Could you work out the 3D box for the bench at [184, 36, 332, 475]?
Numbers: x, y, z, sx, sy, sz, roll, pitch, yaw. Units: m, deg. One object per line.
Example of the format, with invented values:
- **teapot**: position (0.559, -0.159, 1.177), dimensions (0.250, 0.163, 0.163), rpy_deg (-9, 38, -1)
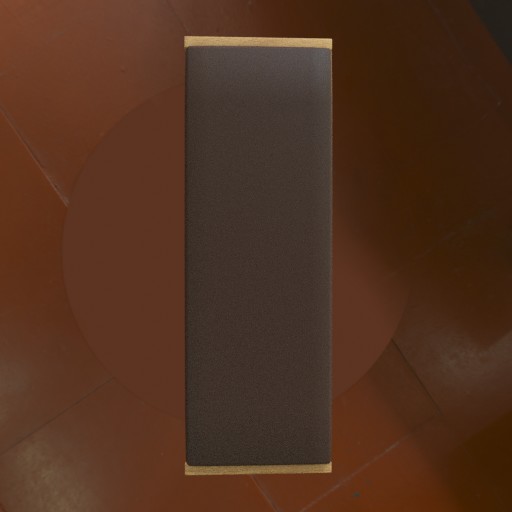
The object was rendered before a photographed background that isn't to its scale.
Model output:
- **bench**: position (0.000, 0.000, 1.422), dimensions (0.405, 0.480, 1.200), rpy_deg (0, 90, -2)
